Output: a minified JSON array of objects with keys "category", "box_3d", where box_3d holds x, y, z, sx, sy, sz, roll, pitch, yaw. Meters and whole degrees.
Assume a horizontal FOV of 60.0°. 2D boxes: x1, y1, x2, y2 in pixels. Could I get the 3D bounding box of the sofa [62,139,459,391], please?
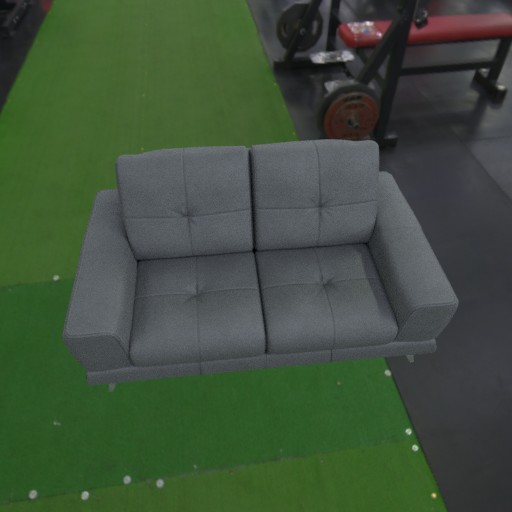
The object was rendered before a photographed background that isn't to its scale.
[{"category":"sofa","box_3d":[0.000,0.000,2.337,1.806,0.907,1.018,-4,47,-4]}]
